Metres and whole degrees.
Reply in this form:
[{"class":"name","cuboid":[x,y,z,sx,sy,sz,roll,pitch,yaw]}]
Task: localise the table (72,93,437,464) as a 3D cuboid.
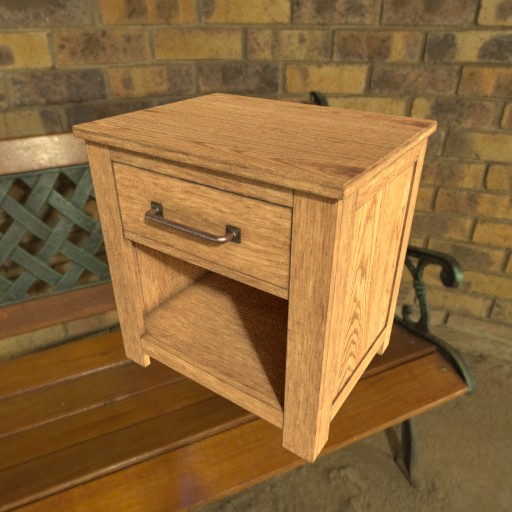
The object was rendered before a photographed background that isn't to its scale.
[{"class":"table","cuboid":[0.000,0.000,1.068,0.601,0.625,0.494,19,35,29]}]
